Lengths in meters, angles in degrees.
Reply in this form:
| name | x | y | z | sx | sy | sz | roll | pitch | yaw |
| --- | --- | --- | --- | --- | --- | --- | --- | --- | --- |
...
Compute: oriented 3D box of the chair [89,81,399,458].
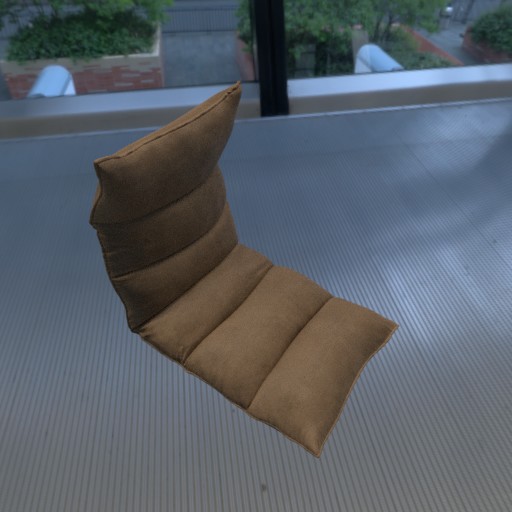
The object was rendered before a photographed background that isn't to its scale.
| name | x | y | z | sx | sy | sz | roll | pitch | yaw |
| --- | --- | --- | --- | --- | --- | --- | --- | --- | --- |
| chair | 0.000 | 0.000 | 1.579 | 0.985 | 0.892 | 0.714 | 25 | 47 | 26 |
